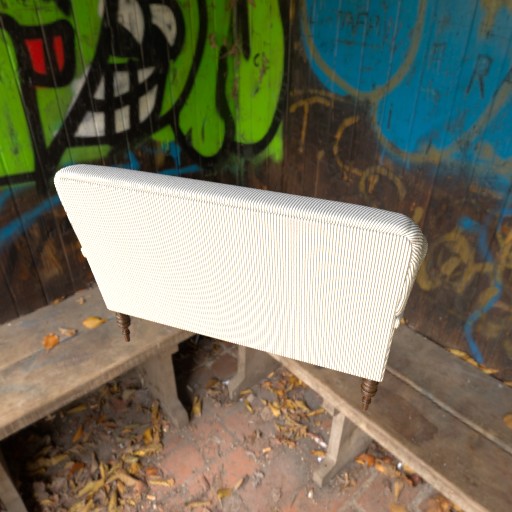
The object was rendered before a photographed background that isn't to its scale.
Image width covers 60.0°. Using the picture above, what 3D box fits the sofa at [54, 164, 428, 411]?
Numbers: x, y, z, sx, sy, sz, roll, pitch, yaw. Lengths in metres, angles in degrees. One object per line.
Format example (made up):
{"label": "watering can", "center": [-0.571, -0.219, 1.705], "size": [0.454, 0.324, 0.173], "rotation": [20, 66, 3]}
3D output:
{"label": "sofa", "center": [0.000, 0.000, 1.829], "size": [1.297, 0.889, 0.779], "rotation": [11, 35, 17]}
